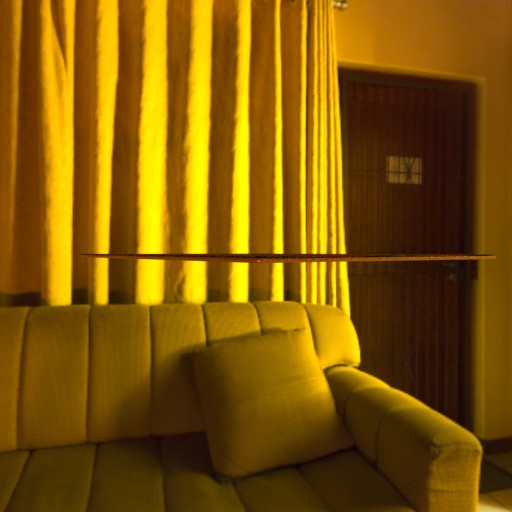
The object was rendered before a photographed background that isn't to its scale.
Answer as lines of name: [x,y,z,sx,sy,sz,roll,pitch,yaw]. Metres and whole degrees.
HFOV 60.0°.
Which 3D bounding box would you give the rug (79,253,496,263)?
rug: [0.000,0.000,2.800,1.588,0.024,2.204,0,1,-36]
